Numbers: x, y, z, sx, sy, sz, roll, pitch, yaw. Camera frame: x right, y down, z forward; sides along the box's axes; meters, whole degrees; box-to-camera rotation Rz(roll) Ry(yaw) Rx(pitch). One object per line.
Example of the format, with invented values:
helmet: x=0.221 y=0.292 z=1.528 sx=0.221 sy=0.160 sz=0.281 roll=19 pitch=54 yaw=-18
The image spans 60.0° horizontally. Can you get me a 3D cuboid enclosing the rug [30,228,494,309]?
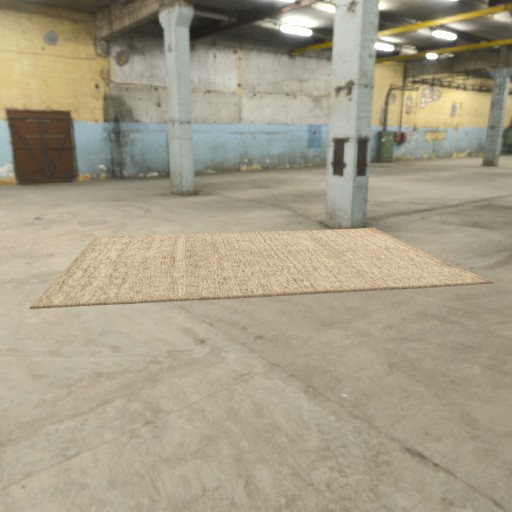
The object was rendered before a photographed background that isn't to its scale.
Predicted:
rug: x=0.000 y=0.000 z=2.292 sx=1.822 sy=0.018 sz=1.211 roll=-2 pitch=15 yaw=-9
